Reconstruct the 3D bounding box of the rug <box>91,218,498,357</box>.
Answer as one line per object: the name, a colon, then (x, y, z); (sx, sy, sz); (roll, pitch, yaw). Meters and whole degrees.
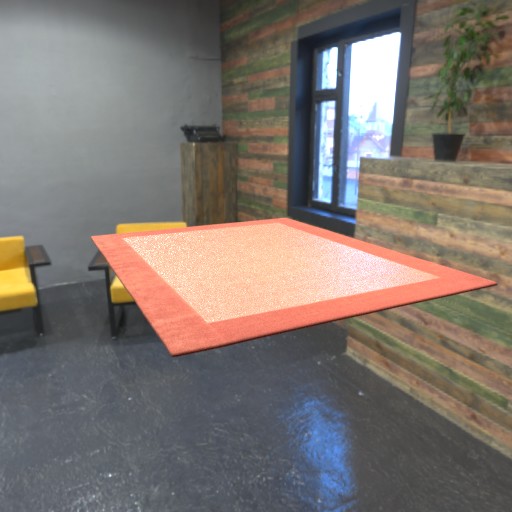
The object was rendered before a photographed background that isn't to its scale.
rug: (0.000, 0.000, 3.951); (2.430, 0.018, 2.976); (-8, 17, -26)
